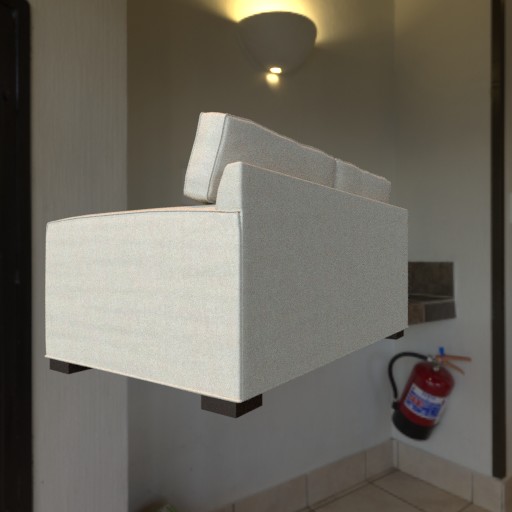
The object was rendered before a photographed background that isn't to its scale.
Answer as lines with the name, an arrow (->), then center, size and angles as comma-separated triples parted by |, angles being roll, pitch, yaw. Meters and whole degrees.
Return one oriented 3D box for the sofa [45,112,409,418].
sofa -> 0.000, 0.000, 2.014 | 0.942, 0.853, 1.484 | 0, 0, 35
